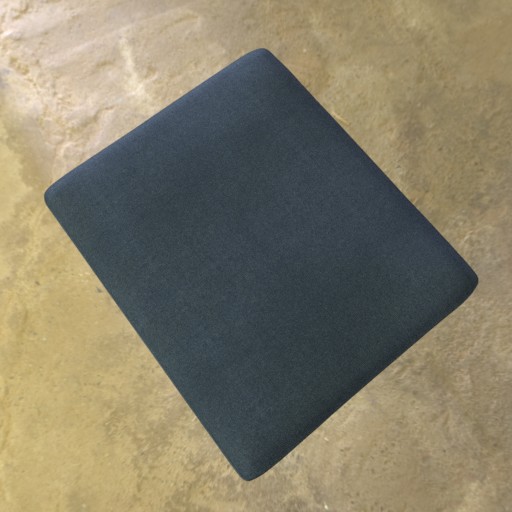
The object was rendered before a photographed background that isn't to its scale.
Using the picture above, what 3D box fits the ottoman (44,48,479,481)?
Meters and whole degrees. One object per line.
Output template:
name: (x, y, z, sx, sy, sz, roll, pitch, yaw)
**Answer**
ottoman: (0.000, 0.000, 1.195, 0.693, 0.474, 0.821, -37, 78, -9)
